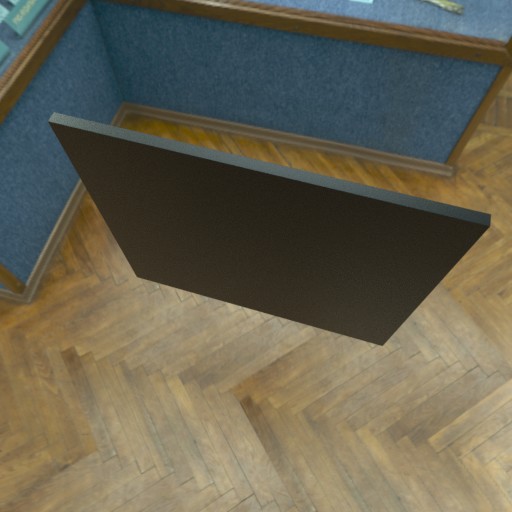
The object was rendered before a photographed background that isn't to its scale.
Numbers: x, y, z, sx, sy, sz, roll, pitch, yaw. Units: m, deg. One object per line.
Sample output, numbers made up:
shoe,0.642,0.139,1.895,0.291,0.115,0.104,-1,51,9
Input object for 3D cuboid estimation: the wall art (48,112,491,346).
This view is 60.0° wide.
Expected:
wall art,0.000,0.000,0.518,0.383,0.332,0.012,15,64,8
